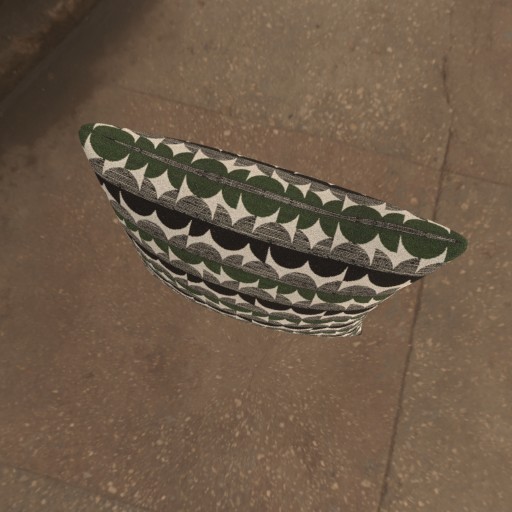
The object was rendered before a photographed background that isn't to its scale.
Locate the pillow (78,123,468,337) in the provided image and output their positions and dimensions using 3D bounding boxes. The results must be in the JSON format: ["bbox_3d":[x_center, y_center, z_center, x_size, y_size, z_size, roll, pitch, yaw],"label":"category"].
[{"bbox_3d":[0.000,0.000,0.631,0.419,0.404,0.180,18,77,4],"label":"pillow"}]
